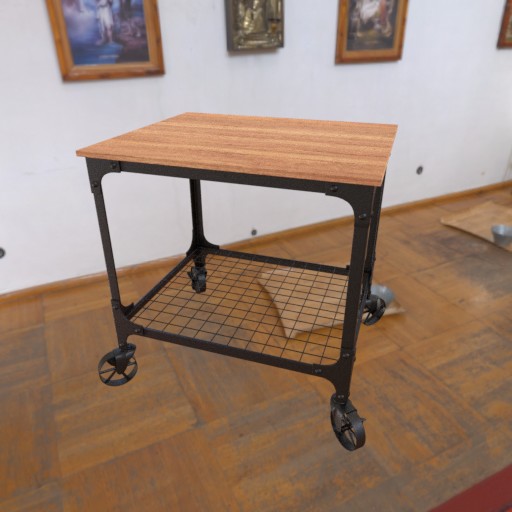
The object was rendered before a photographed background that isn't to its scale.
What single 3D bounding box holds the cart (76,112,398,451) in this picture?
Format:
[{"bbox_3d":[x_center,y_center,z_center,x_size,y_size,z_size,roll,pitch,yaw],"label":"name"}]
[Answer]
[{"bbox_3d":[0.000,0.000,1.130,0.666,0.603,0.558,9,28,17],"label":"cart"}]
